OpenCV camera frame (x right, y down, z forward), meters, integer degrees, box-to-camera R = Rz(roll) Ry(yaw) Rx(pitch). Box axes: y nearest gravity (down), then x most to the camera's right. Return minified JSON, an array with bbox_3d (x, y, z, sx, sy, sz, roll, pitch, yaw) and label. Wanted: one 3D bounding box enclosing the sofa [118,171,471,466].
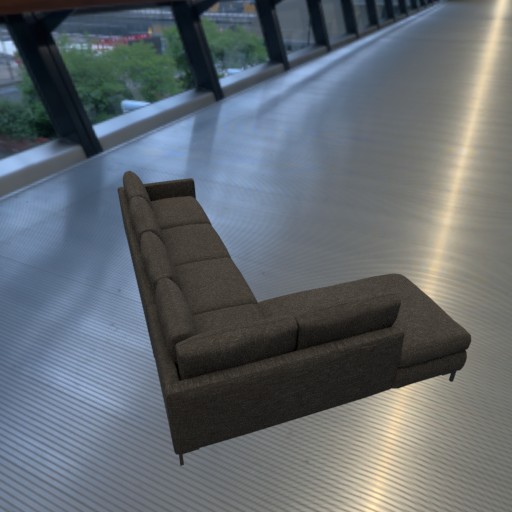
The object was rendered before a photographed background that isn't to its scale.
[{"bbox_3d":[0.000,0.000,3.790,2.007,0.815,2.949,-11,33,-17],"label":"sofa"}]
